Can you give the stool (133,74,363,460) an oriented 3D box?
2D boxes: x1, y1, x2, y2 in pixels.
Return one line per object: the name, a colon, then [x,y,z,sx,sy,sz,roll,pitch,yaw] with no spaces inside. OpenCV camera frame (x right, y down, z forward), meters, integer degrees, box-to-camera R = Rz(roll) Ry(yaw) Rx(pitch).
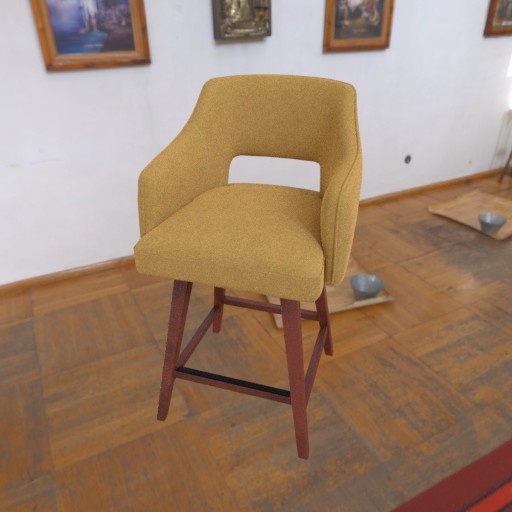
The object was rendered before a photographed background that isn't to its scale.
stool: [0.000,0.000,1.282,0.548,0.924,0.558,8,29,15]
